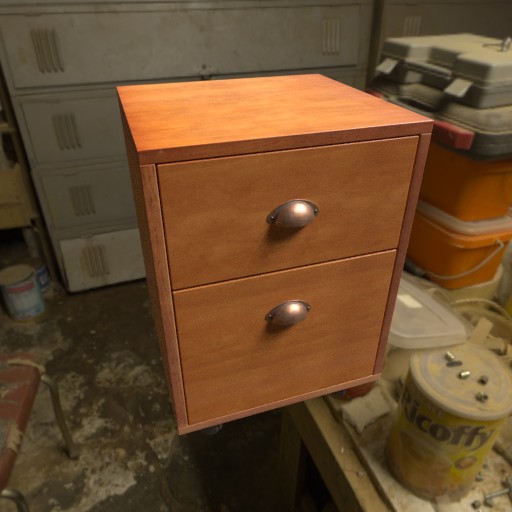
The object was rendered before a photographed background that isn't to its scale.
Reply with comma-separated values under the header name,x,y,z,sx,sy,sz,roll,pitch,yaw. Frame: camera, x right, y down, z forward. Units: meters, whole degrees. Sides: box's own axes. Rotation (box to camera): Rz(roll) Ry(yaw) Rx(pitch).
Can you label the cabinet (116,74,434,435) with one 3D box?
name,x,y,z,sx,sy,sz,roll,pitch,yaw
cabinet,0.000,0.000,0.863,0.409,0.579,0.401,-10,33,-16
